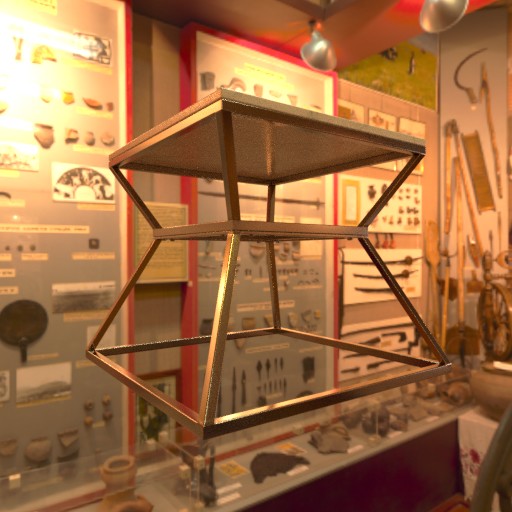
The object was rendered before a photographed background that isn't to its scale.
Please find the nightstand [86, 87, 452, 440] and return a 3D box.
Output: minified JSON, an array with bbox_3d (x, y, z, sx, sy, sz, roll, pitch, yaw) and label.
[{"bbox_3d":[0.000,0.000,0.870,0.514,0.426,0.513,0,0,-35],"label":"nightstand"}]
